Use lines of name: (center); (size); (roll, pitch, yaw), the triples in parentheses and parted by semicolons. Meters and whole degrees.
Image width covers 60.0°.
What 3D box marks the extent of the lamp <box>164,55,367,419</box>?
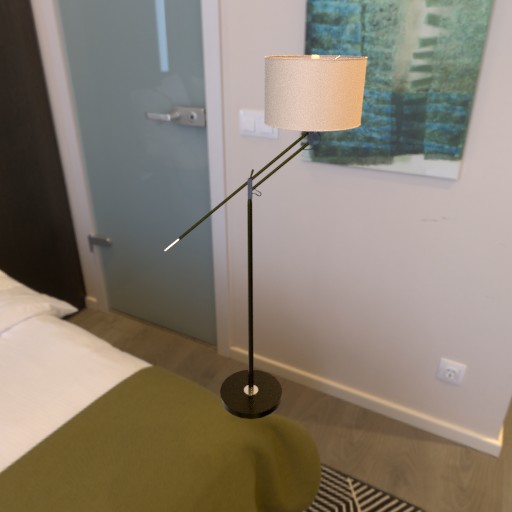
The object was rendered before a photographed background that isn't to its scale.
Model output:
lamp: (0.000, 0.000, 1.979); (0.809, 1.635, 0.373); (-1, 26, -1)
